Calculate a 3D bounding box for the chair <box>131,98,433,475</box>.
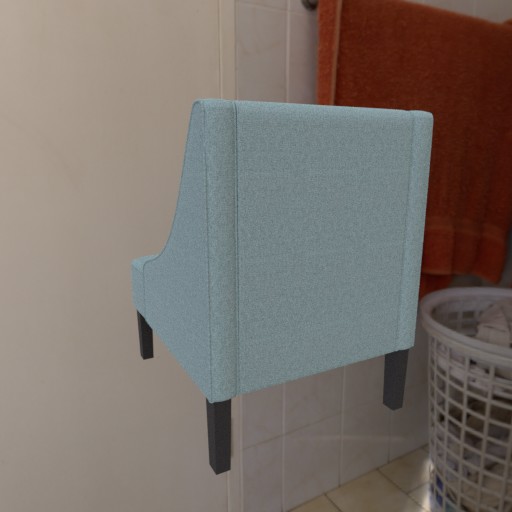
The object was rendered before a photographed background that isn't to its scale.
[{"bbox_3d":[0.000,0.000,1.875,0.857,1.133,1.025,-7,15,-27],"label":"chair"}]
